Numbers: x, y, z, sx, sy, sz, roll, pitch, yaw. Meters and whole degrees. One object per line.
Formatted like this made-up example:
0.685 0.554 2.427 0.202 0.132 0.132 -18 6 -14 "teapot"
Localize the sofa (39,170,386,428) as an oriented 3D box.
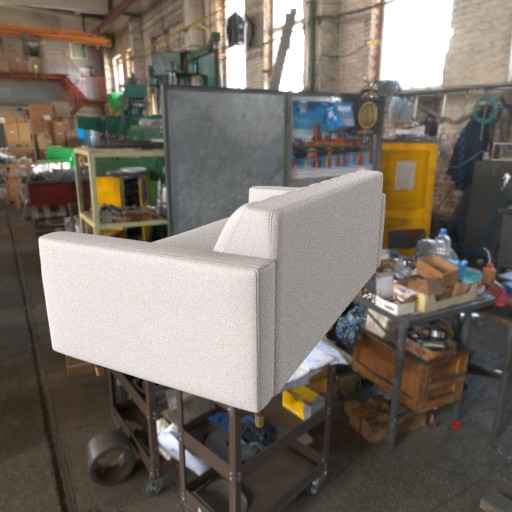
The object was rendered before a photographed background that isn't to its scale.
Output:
0.000 0.000 2.341 0.969 0.814 1.895 8 17 26 "sofa"
